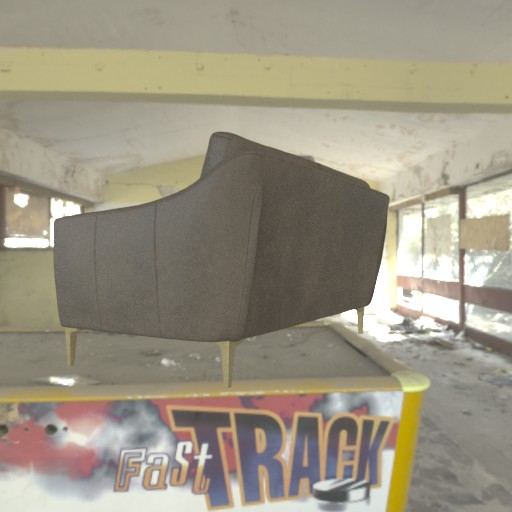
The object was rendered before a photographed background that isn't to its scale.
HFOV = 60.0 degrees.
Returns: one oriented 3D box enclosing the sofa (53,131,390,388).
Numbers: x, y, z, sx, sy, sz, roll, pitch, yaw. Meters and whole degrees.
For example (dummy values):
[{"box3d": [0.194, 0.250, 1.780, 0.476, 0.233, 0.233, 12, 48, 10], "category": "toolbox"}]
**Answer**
[{"box3d": [0.000, 0.000, 2.218, 0.960, 0.902, 1.619, 0, 0, 34], "category": "sofa"}]
